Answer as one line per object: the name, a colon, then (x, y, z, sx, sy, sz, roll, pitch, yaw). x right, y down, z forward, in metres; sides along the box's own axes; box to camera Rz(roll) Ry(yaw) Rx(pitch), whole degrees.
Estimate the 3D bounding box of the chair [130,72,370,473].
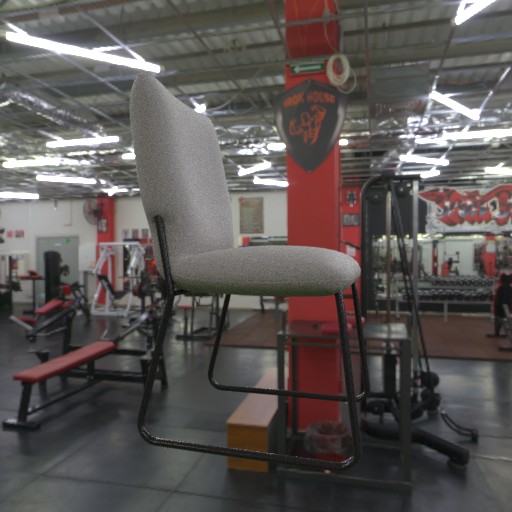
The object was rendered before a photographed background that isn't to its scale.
chair: (0.000, 0.000, 1.149, 0.560, 0.864, 0.448, 0, 1, 17)
